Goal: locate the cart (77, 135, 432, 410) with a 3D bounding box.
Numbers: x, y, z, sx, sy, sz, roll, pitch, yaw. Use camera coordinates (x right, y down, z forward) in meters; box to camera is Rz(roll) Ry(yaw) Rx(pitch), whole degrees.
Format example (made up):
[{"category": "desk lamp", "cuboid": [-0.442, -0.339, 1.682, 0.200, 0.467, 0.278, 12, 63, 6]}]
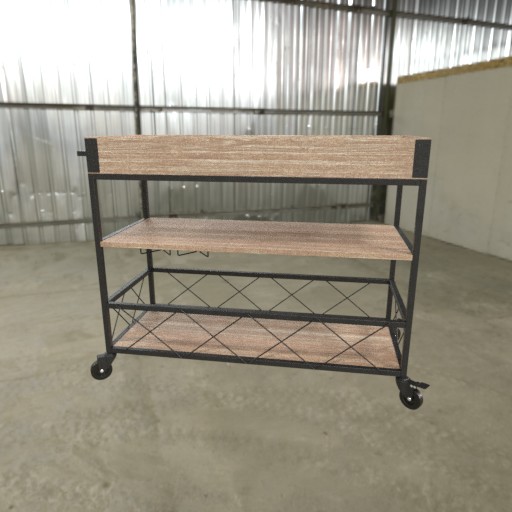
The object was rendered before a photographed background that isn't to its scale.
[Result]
[{"category": "cart", "cuboid": [0.000, 0.000, 1.508, 1.101, 0.787, 0.500, 3, 16, 9]}]
